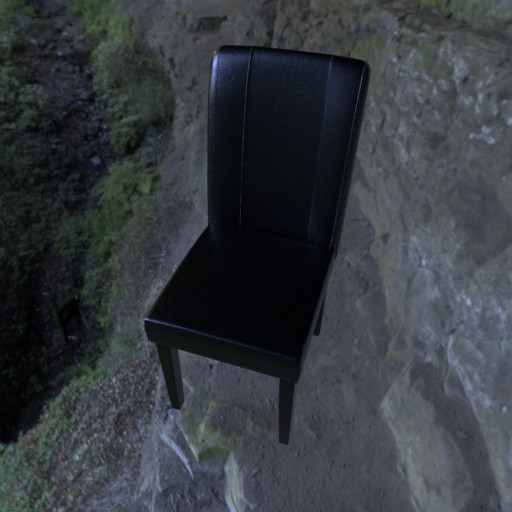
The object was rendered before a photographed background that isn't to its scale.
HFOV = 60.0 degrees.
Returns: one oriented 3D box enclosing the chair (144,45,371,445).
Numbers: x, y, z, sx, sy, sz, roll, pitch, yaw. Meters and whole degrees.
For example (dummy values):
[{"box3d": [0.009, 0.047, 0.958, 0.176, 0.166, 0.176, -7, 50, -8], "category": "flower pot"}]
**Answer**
[{"box3d": [0.000, 0.000, 1.184, 0.399, 0.897, 0.556, 13, 43, 14], "category": "chair"}]
